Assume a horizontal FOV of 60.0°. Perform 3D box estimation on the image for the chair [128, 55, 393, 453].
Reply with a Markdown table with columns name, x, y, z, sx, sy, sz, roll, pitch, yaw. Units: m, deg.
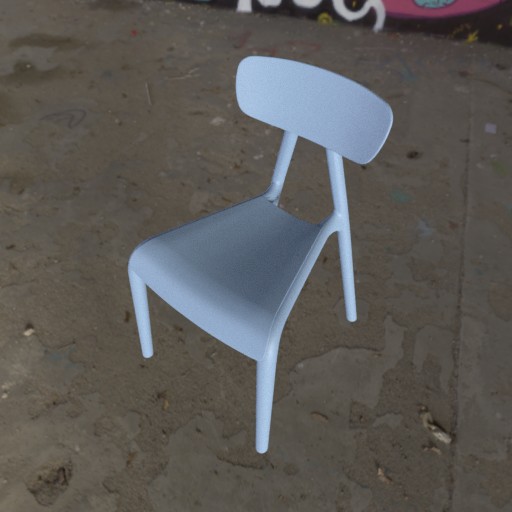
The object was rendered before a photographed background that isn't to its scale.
| name | x | y | z | sx | sy | sz | roll | pitch | yaw |
| --- | --- | --- | --- | --- | --- | --- | --- | --- | --- |
| chair | 0.000 | 0.000 | 0.831 | 0.356 | 0.580 | 0.401 | 31 | 55 | 25 |
